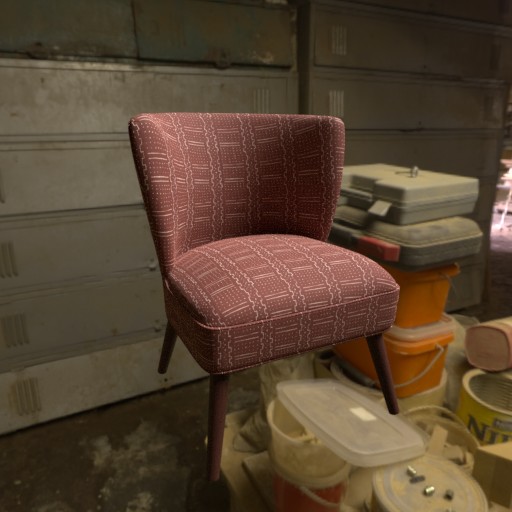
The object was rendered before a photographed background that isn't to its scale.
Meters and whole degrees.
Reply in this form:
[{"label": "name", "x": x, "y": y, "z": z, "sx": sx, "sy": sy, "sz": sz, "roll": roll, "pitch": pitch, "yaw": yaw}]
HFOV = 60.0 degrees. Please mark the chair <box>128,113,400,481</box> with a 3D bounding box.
[{"label": "chair", "x": 0.000, "y": 0.000, "z": 1.395, "sx": 0.706, "sy": 0.866, "sz": 0.758, "roll": -8, "pitch": 19, "yaw": -25}]
